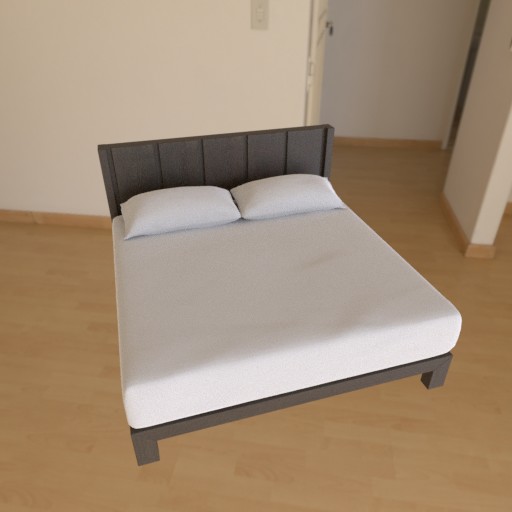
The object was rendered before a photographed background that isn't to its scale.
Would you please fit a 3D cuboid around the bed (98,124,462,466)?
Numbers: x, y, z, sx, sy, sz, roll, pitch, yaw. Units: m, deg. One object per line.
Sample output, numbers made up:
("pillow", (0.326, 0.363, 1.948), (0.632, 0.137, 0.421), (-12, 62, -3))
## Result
("bed", (0.000, 0.000, 3.450), (2.143, 1.261, 2.238), (-9, 34, -14))
